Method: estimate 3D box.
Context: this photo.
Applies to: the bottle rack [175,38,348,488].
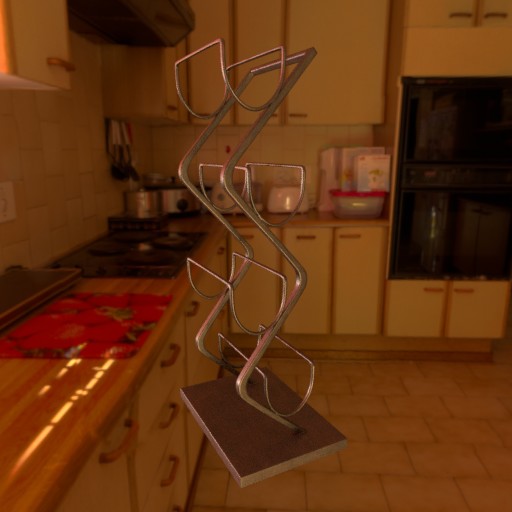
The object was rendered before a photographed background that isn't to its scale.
[{"bbox_3d":[0.000,0.000,0.669,0.178,0.559,0.254,-7,15,-27],"label":"bottle rack"}]
